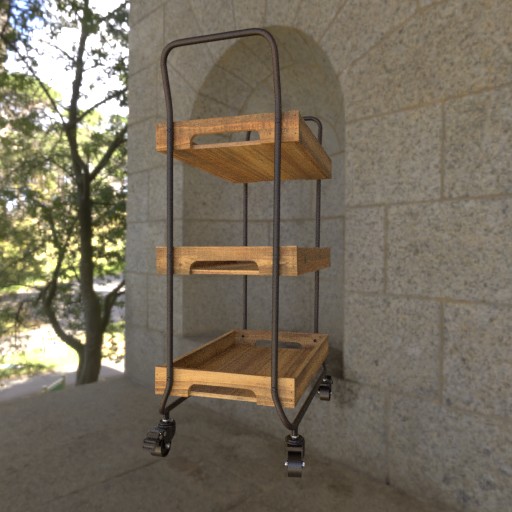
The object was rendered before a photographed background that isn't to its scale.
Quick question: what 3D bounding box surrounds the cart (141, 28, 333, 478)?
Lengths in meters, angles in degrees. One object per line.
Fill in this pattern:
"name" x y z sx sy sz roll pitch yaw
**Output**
"cart" 0.000 0.000 1.128 0.339 0.857 0.583 0 1 17
